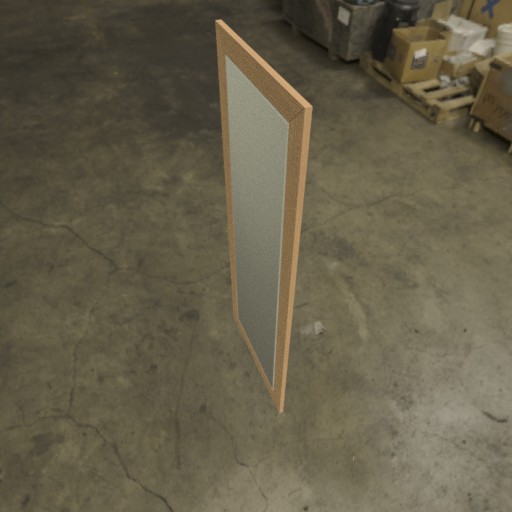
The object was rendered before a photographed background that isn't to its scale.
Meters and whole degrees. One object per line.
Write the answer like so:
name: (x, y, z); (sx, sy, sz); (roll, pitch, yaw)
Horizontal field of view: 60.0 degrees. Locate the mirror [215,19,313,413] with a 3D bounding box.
mirror: (0.000, 0.000, 2.301); (0.026, 2.031, 0.812); (-17, 48, -16)
